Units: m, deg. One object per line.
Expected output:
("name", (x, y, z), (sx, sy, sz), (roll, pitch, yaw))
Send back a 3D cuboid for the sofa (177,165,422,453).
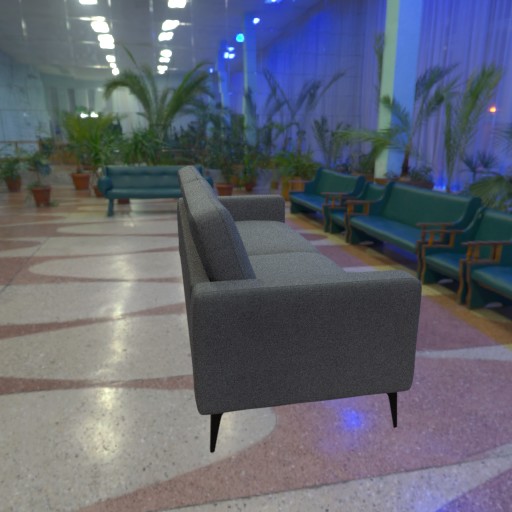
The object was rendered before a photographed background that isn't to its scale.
("sofa", (0.000, 0.000, 2.342), (0.774, 0.828, 1.925), (-3, 17, -11))
